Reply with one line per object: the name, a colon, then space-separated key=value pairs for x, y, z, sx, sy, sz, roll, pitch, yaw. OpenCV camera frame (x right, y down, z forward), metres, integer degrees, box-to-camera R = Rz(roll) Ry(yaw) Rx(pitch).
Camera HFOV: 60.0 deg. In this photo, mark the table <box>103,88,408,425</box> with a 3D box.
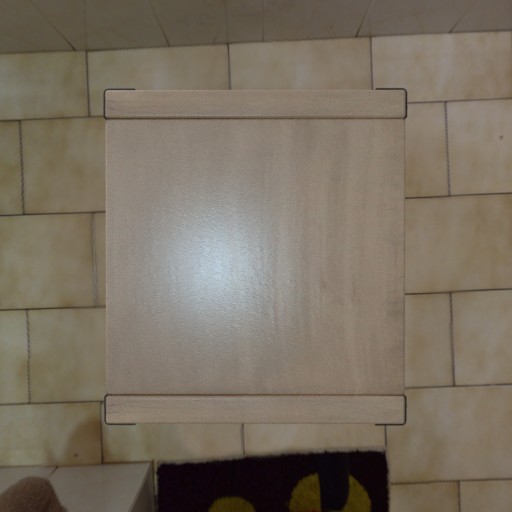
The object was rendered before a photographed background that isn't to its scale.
table: x=0.000 y=0.000 z=0.930 sx=0.459 sy=0.561 sz=0.510 roll=0 pitch=90 yaw=0
